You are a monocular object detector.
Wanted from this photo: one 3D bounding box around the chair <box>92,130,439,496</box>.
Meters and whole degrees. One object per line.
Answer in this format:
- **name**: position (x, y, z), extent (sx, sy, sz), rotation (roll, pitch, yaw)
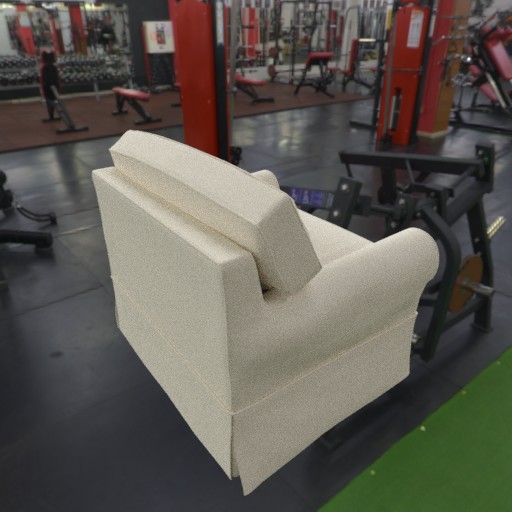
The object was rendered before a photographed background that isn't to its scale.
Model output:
- **chair**: position (0.000, 0.000, 1.769), extent (0.904, 0.958, 1.099), rotation (-19, 33, -31)
